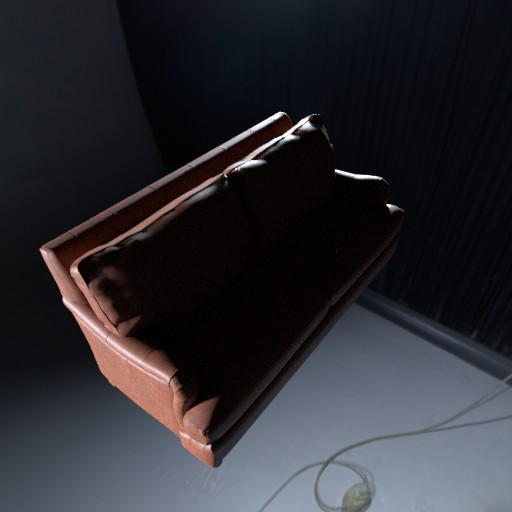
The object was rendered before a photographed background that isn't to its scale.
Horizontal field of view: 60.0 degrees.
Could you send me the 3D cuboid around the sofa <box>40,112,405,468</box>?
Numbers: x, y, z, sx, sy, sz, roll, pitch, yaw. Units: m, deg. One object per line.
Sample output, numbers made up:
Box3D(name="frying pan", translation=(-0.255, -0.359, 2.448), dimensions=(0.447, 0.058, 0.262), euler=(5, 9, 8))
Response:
Box3D(name="sofa", translation=(0.000, 0.000, 2.803), dimensions=(1.147, 1.071, 2.144), euler=(27, 48, 27))
